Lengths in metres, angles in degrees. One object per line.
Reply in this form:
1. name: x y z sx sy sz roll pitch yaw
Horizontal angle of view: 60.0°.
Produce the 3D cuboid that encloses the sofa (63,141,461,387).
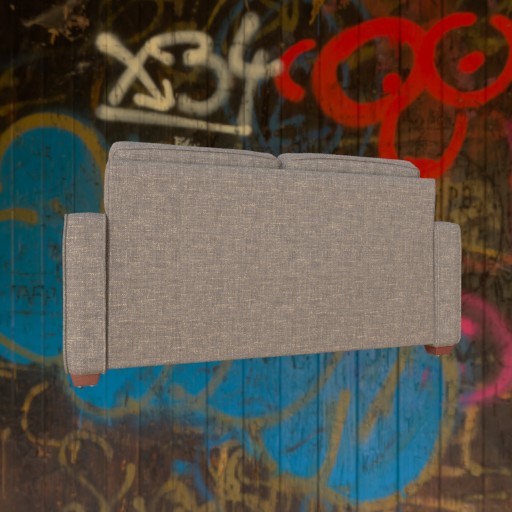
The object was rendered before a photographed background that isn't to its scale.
1. sofa: 0.000 0.000 2.214 1.709 0.918 0.947 0 1 -18
